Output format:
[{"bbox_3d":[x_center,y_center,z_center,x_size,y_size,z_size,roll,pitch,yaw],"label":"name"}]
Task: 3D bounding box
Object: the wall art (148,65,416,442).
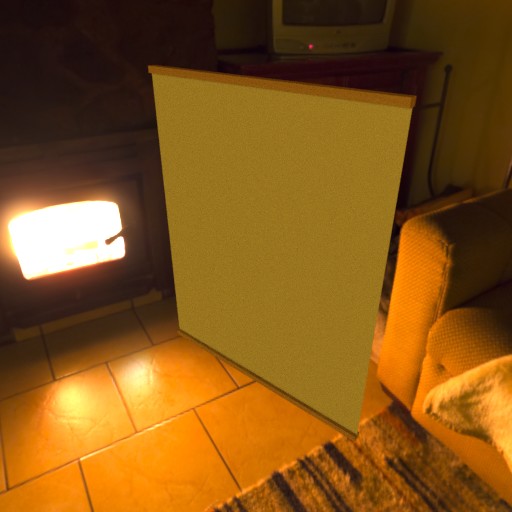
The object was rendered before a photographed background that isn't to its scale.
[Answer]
[{"bbox_3d":[0.000,0.000,0.675,0.405,0.508,0.012,22,36,34],"label":"wall art"}]
